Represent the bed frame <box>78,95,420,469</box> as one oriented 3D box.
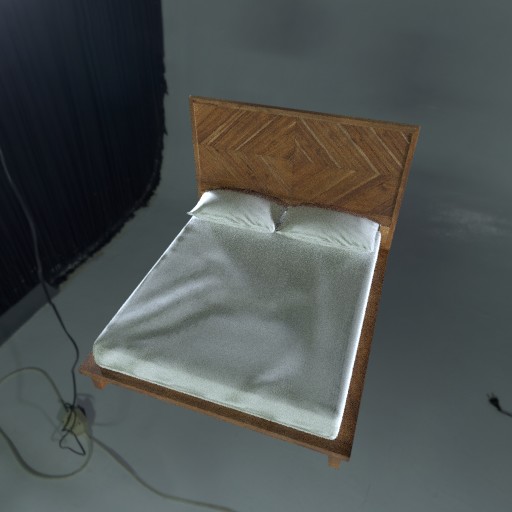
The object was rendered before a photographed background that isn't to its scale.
[{"bbox_3d":[0.000,0.000,3.531,2.038,1.537,2.235,13,42,14],"label":"bed frame"}]
